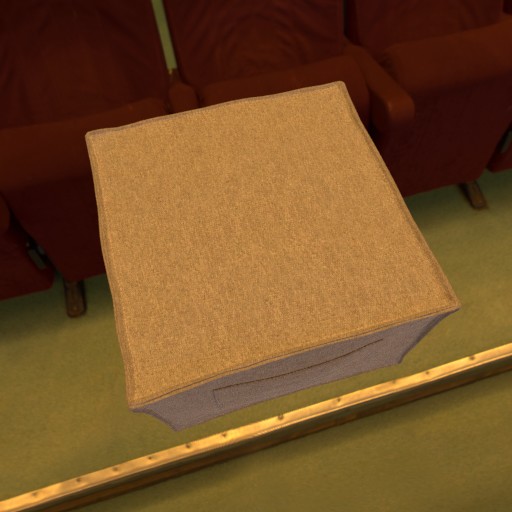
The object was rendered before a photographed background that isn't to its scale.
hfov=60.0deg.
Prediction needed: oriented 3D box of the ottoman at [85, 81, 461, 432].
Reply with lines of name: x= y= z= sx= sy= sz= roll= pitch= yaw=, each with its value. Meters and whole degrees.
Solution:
ottoman: x=0.000 y=0.000 z=1.164 sx=0.707 sy=0.470 sz=0.696 roll=-15 pitch=64 yaw=-8
